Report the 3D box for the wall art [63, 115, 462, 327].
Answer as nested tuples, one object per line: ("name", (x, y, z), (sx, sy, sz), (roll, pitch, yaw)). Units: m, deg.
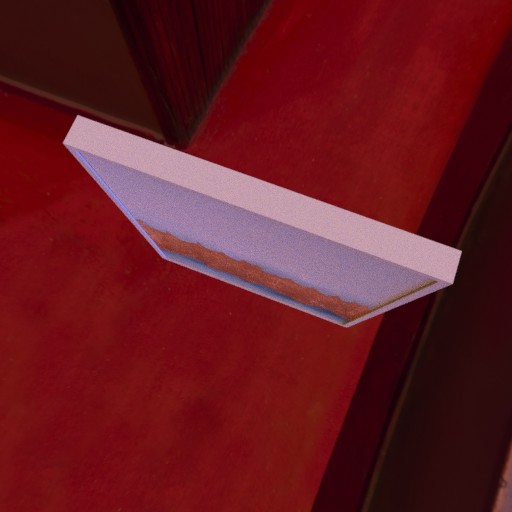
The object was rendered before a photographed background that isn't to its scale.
("wall art", (0.000, 0.000, 0.752), (0.451, 0.553, 0.039), (20, 77, 5))
